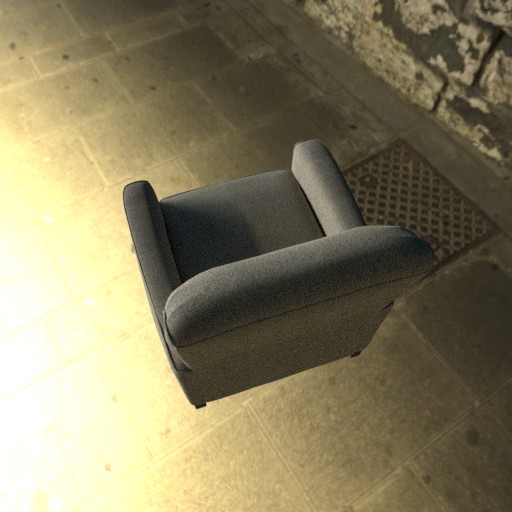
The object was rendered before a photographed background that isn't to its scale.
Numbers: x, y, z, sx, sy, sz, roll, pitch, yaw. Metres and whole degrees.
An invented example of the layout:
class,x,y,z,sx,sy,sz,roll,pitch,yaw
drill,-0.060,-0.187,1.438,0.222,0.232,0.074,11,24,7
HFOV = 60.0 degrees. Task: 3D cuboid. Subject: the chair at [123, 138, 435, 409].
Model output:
class,x,y,z,sx,sy,sz,roll,pitch,yaw
chair,0.000,0.000,1.639,0.841,1.028,0.858,-16,60,-9
